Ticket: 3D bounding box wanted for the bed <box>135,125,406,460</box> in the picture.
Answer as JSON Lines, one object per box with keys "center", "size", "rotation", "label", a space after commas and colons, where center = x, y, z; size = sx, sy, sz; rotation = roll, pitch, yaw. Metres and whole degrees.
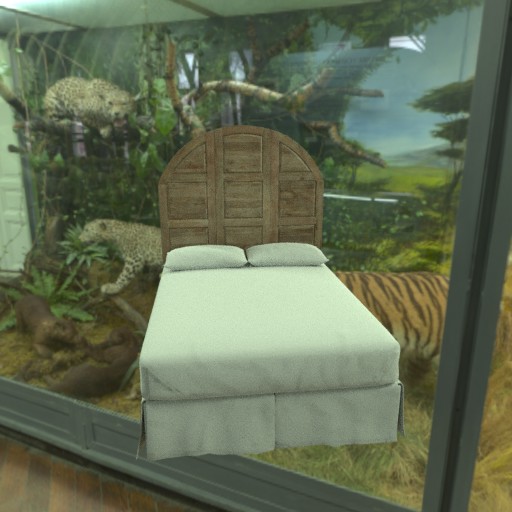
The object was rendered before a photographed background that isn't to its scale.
{"center": [0.000, 0.000, 3.482], "size": [1.713, 2.002, 2.112], "rotation": [-2, 16, -7], "label": "bed"}
